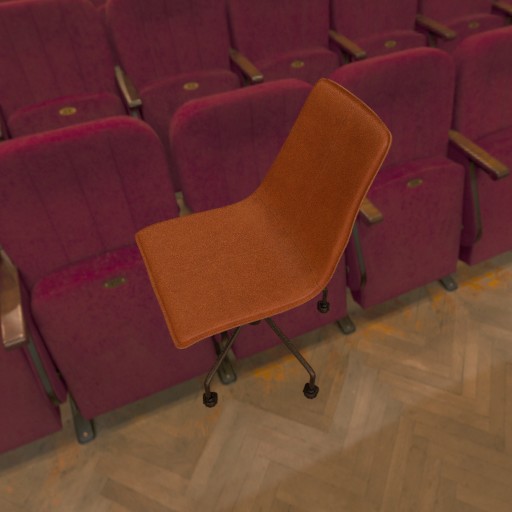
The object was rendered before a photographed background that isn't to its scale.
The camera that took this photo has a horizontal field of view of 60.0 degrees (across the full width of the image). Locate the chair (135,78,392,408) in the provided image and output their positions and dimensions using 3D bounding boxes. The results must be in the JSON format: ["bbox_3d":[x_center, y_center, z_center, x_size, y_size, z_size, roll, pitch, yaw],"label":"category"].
[{"bbox_3d":[0.000,0.000,1.391,0.660,0.920,0.651,-18,49,-16],"label":"chair"}]
